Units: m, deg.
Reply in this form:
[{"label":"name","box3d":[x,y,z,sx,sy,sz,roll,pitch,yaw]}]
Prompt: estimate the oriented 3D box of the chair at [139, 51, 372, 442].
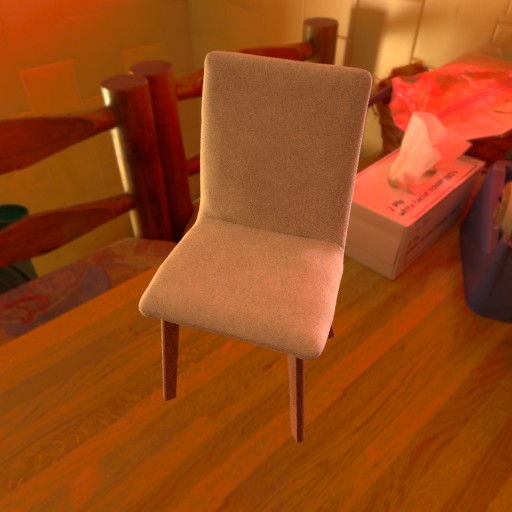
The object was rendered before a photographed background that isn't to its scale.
[{"label":"chair","box3d":[0.000,0.000,1.312,0.522,0.974,0.563,12,43,14]}]
